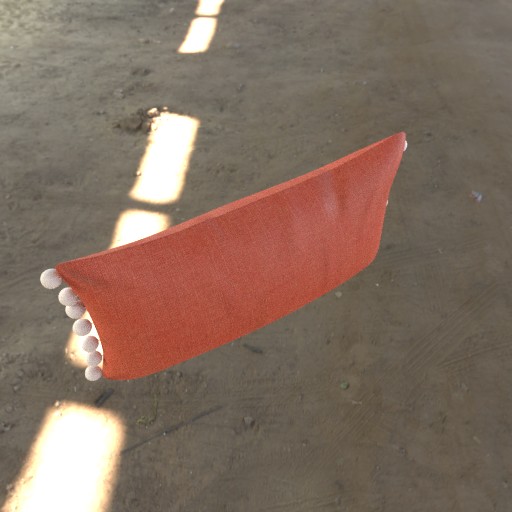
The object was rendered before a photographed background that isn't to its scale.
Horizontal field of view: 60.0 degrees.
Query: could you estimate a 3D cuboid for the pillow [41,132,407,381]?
[{"bbox_3d":[0.000,0.000,0.830,0.709,0.322,0.201,-23,50,-21],"label":"pillow"}]
